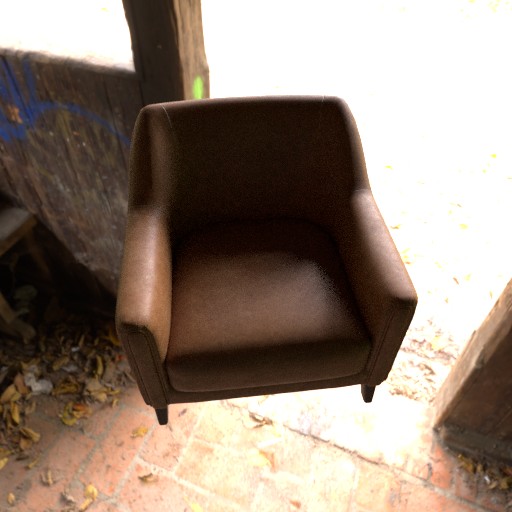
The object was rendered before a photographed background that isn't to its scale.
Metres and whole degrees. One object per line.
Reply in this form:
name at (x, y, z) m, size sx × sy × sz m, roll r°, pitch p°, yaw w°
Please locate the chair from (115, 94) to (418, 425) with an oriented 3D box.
chair at (0.000, 0.000, 1.898) m, size 1.037 × 0.980 × 1.034 m, roll -5°, pitch 46°, yaw -4°
